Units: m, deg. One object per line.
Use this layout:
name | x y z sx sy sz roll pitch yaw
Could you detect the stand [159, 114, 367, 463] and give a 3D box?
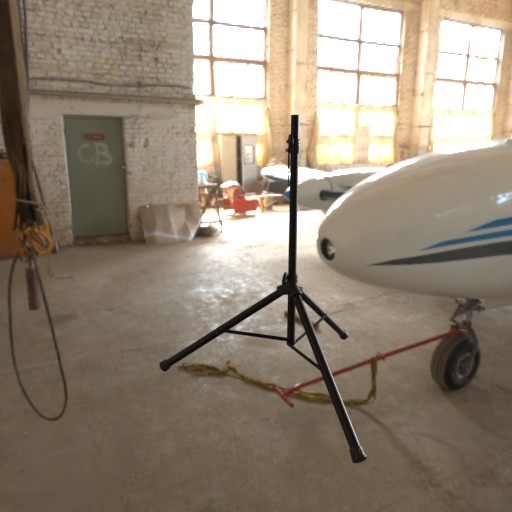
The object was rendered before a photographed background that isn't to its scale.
stand | 0.000 0.000 1.874 0.907 1.136 1.045 2 14 9
